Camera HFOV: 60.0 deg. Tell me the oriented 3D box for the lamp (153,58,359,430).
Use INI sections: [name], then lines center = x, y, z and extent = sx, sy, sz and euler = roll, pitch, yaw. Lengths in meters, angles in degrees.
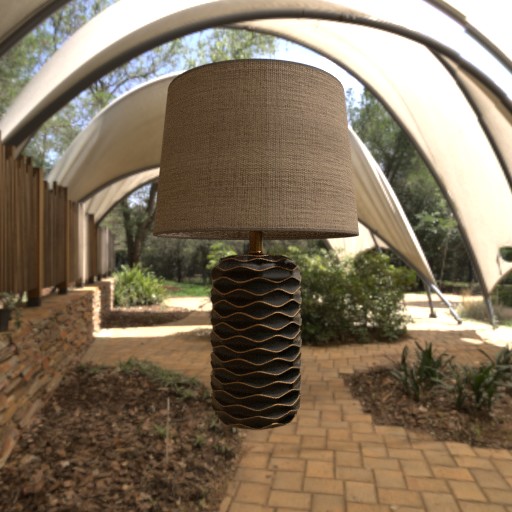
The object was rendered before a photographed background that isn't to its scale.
[lamp]
center = 0.000, 0.000, 0.828
extent = 0.376, 0.594, 0.376
euler = 0, 0, 0
